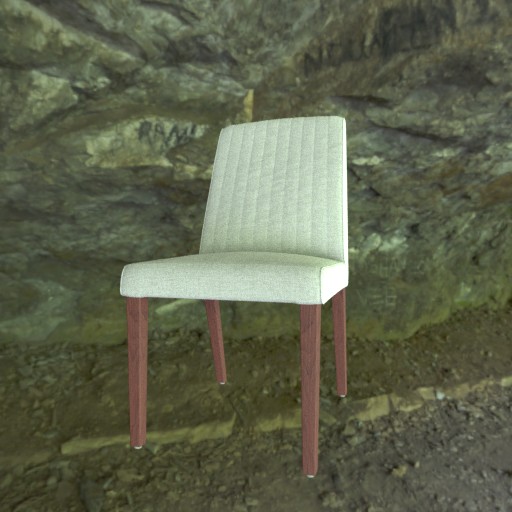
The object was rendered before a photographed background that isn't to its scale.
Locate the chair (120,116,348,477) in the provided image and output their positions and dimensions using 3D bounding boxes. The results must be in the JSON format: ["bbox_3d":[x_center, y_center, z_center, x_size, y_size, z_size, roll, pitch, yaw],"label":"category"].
[{"bbox_3d":[0.000,0.000,1.231,0.480,0.900,0.594,0,1,18],"label":"chair"}]
